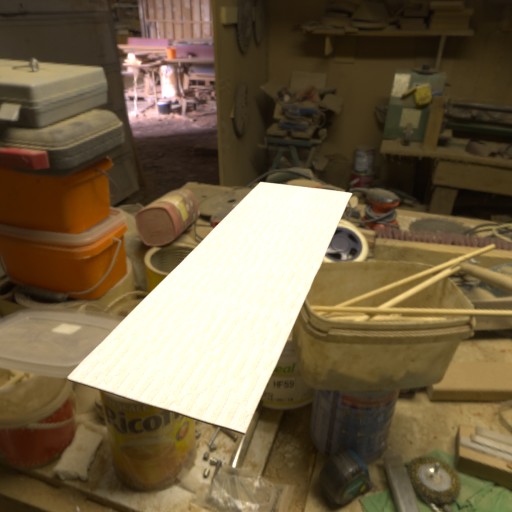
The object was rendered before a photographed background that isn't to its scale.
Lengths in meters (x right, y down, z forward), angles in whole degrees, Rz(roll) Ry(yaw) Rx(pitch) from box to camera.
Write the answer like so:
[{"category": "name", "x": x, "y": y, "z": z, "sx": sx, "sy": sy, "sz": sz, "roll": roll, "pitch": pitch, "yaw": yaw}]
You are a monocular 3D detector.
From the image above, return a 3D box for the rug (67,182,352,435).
[{"category": "rug", "x": 0.000, "y": 0.000, "z": 2.694, "sx": 0.793, "sy": 0.014, "sz": 2.450, "roll": 10, "pitch": 31, "yaw": 17}]
